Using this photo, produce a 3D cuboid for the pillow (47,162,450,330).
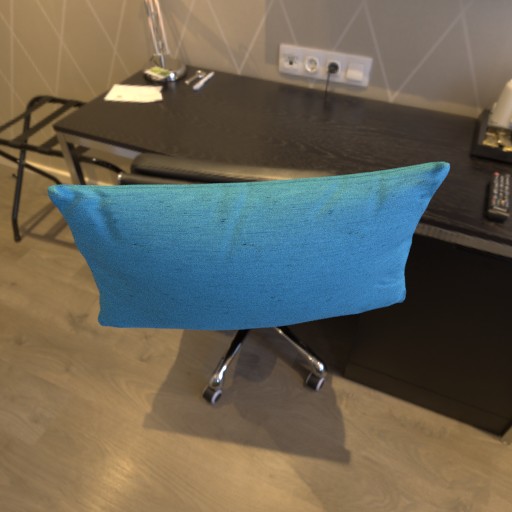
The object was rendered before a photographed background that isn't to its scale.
[{"bbox_3d":[0.000,0.000,0.797,0.633,0.338,0.210,-4,44,-4],"label":"pillow"}]
